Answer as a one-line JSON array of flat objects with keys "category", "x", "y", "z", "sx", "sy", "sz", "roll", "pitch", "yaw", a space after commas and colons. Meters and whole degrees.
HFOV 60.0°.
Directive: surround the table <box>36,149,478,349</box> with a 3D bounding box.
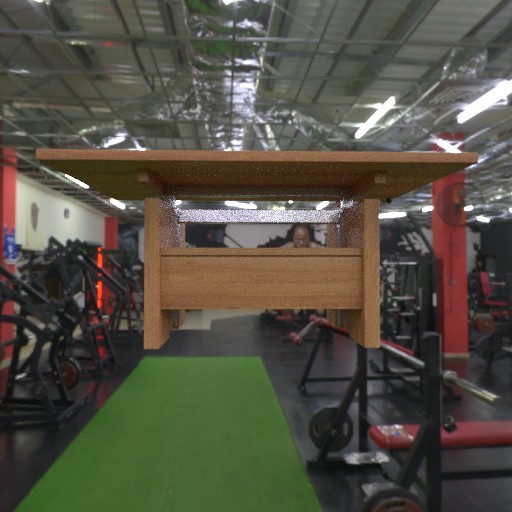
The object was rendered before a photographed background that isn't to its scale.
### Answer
[{"category": "table", "x": 0.000, "y": 0.000, "z": 1.446, "sx": 1.100, "sy": 0.510, "sz": 0.700, "roll": 0, "pitch": -1, "yaw": -2}]
